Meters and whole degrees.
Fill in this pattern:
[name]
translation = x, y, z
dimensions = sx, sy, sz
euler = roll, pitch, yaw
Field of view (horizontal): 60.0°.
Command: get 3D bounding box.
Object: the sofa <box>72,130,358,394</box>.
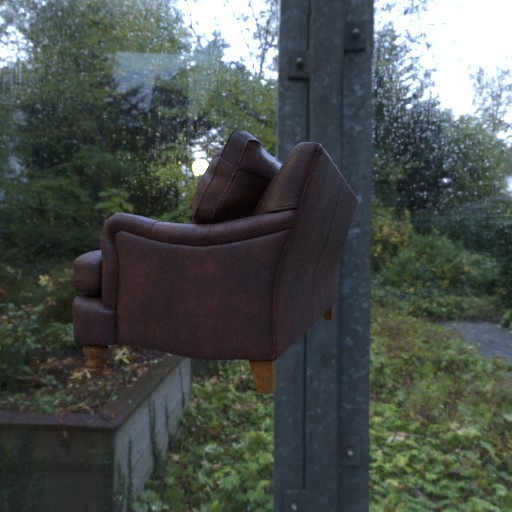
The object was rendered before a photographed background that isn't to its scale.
[sofa]
translation = 0.000, 0.000, 2.827
dimensions = 1.147, 1.071, 2.144
euler = 0, 1, 17
